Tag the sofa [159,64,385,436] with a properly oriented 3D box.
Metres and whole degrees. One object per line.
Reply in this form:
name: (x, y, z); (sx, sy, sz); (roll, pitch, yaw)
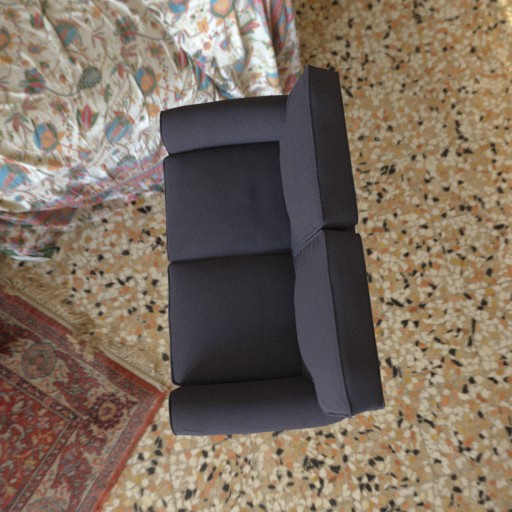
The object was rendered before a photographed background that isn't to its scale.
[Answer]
sofa: (0.000, 0.000, 2.443); (0.997, 1.059, 1.801); (-4, 77, -1)
